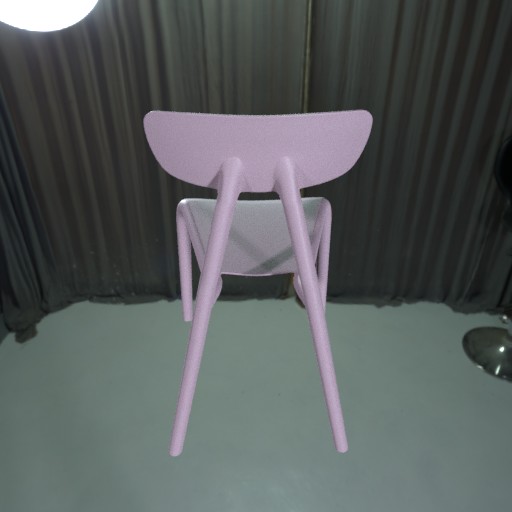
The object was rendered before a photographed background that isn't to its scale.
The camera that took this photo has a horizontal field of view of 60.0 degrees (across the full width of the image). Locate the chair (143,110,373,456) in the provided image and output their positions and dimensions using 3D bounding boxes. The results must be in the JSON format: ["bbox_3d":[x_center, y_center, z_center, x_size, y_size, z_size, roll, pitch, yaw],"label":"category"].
[{"bbox_3d":[0.000,0.000,0.809,0.356,0.580,0.401,-1,30,-1],"label":"chair"}]
